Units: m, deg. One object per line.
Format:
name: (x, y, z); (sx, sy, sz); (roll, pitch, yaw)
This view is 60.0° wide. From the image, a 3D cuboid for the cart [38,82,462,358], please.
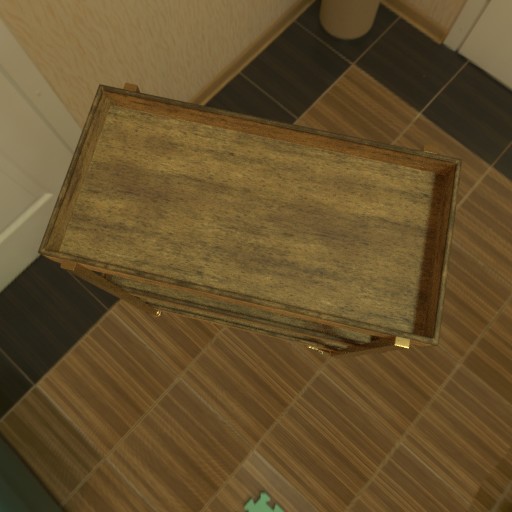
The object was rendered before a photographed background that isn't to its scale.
cart: (0.000, 0.000, 1.236); (0.750, 0.799, 0.416); (13, 76, 3)
